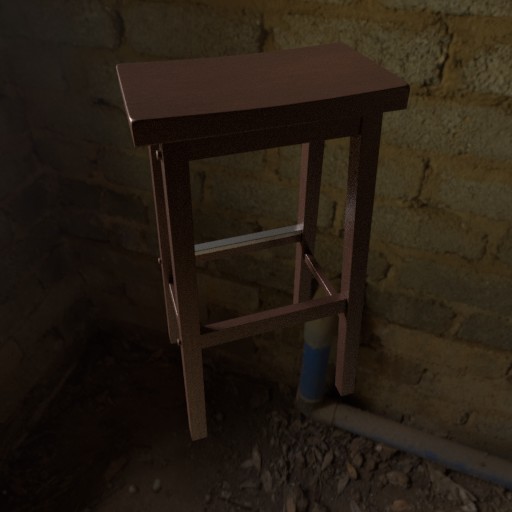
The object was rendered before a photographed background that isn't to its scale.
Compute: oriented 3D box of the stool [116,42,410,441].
[{"bbox_3d":[0.000,0.000,0.925,0.406,0.742,0.322,-12,42,-13],"label":"stool"}]
